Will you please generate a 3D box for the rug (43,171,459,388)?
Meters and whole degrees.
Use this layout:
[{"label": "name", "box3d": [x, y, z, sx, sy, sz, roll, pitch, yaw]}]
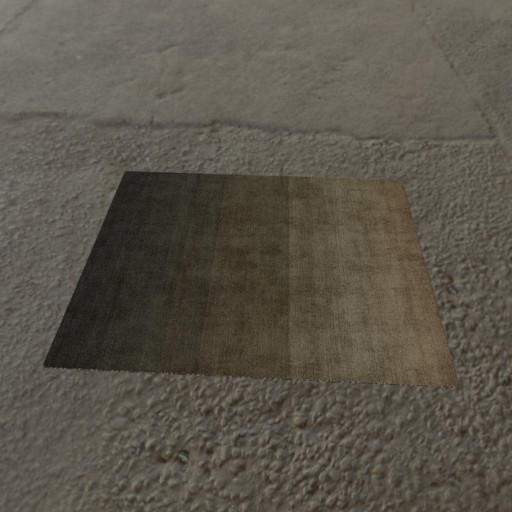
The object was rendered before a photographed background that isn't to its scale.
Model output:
[{"label": "rug", "box3d": [0.000, 0.000, 3.844, 2.902, 0.017, 2.306, 2, 47, 2]}]
